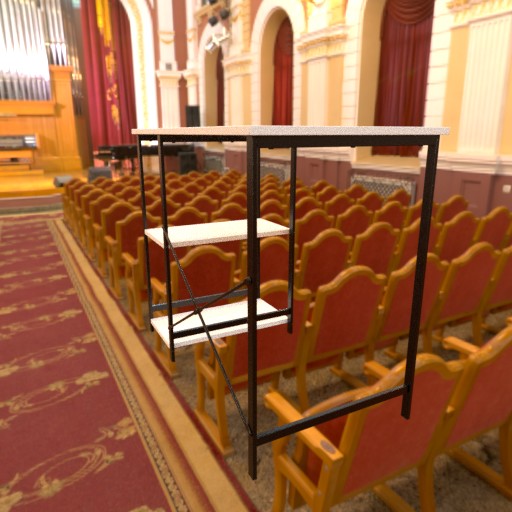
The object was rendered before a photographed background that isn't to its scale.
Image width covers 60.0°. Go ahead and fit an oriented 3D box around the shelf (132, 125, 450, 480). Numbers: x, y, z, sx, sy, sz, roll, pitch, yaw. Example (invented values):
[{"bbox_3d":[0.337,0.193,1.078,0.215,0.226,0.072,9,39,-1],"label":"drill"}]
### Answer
[{"bbox_3d":[0.000,0.000,1.355,0.498,0.750,0.902,-8,17,-26],"label":"shelf"}]
